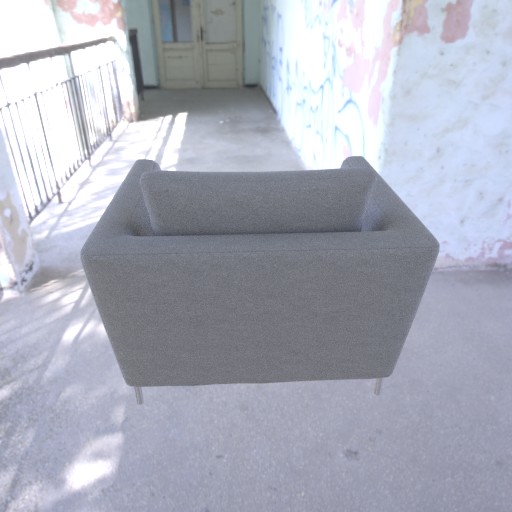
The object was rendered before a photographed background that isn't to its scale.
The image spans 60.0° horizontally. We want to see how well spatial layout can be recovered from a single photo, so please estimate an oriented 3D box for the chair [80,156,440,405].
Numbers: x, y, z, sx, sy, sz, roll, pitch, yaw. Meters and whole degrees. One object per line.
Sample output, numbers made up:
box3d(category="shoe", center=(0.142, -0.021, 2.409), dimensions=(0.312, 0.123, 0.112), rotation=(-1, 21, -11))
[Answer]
box3d(category="chair", center=(0.000, 0.000, 1.731), dimensions=(1.041, 0.864, 0.889), rotation=(-1, 29, -2))
